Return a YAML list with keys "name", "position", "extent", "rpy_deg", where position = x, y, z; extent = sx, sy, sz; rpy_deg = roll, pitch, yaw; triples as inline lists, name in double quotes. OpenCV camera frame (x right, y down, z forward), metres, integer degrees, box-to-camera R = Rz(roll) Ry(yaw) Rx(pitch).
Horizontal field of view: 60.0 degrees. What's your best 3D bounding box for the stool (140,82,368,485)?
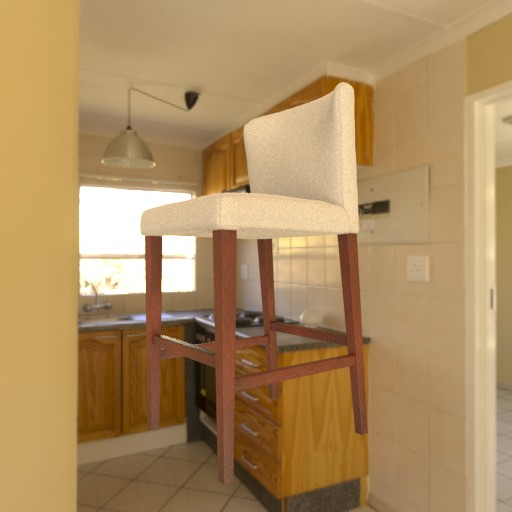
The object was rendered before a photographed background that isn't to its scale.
- name: "stool"
  position: [0.000, 0.000, 1.360]
  extent: [0.568, 1.069, 0.479]
  rpy_deg: [0, 0, -37]
